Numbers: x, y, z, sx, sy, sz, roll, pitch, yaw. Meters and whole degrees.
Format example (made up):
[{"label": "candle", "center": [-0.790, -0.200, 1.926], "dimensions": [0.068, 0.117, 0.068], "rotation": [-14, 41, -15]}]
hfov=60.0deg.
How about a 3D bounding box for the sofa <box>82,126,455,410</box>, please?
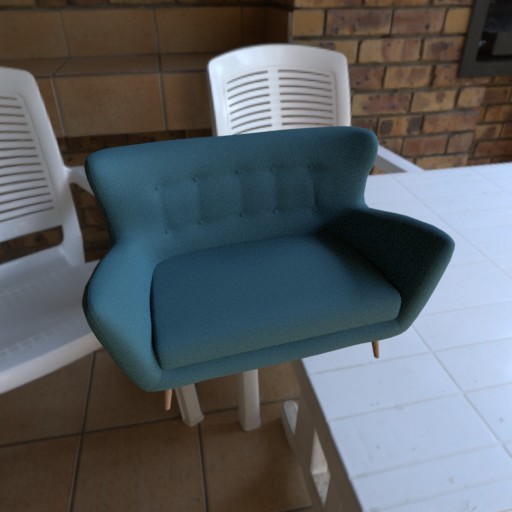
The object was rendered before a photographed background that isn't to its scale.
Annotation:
[{"label": "sofa", "center": [0.000, 0.000, 1.970], "dimensions": [1.397, 0.889, 0.889], "rotation": [-9, 34, -14]}]
